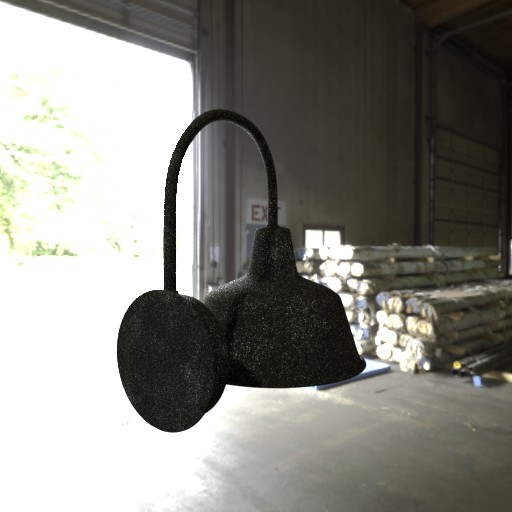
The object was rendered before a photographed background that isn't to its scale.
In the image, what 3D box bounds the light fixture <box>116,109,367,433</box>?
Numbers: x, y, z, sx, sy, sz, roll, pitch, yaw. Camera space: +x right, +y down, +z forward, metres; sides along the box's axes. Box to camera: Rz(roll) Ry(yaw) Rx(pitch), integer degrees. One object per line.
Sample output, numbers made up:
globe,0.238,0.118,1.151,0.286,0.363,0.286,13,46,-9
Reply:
light fixture,0.000,0.000,0.496,0.216,0.300,0.283,1,1,36
